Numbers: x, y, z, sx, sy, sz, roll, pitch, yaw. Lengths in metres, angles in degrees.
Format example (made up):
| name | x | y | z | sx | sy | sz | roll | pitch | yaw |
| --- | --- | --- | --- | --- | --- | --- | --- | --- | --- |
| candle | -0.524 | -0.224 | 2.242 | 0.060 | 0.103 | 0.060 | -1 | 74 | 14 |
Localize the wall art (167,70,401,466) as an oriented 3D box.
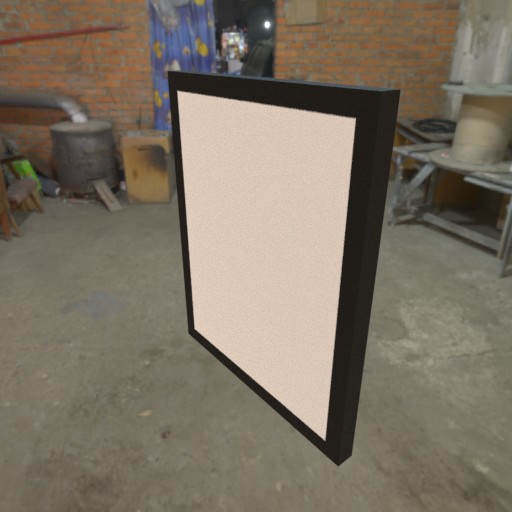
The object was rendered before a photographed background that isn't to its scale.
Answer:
| name | x | y | z | sx | sy | sz | roll | pitch | yaw |
| --- | --- | --- | --- | --- | --- | --- | --- | --- | --- |
| wall art | 0.000 | 0.000 | 0.540 | 0.024 | 0.404 | 0.329 | -19 | 32 | -34 |
